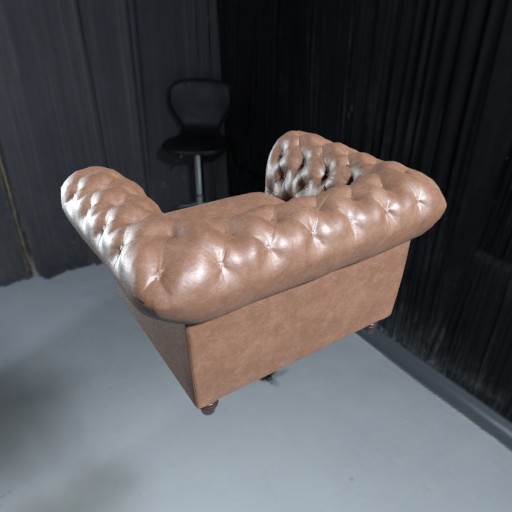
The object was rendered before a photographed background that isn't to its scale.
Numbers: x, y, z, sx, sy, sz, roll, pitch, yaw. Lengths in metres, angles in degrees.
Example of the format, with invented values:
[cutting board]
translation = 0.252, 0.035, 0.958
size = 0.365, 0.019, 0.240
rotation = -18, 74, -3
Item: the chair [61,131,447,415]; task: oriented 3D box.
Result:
[chair]
translation = 0.000, 0.000, 1.883
size = 1.298, 0.784, 0.954
rotation = -18, 35, -28
